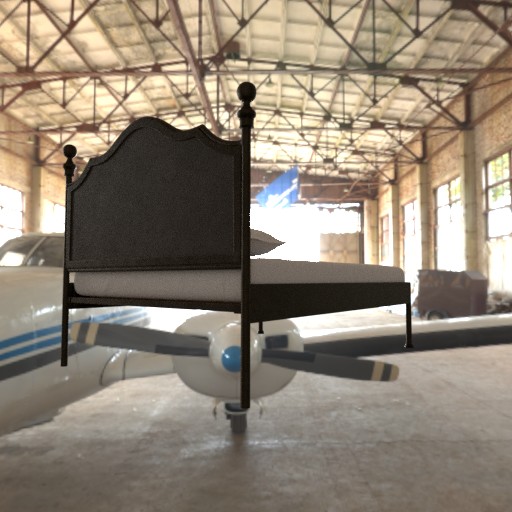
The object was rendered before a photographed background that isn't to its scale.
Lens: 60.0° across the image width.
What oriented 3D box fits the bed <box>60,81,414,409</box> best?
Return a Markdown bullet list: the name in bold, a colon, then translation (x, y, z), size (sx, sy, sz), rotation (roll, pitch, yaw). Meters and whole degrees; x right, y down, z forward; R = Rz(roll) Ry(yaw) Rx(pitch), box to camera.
- **bed**: translation (0.000, 0.000, 3.344), size (1.642, 1.499, 2.224), rotation (-2, -4, 38)
